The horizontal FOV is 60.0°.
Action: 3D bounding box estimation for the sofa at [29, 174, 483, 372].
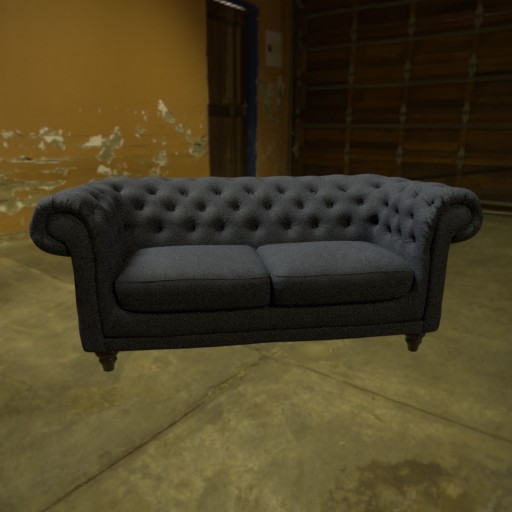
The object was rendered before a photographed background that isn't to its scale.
[{"bbox_3d":[0.000,0.000,2.438,1.988,0.833,1.082,-2,15,-7],"label":"sofa"}]
